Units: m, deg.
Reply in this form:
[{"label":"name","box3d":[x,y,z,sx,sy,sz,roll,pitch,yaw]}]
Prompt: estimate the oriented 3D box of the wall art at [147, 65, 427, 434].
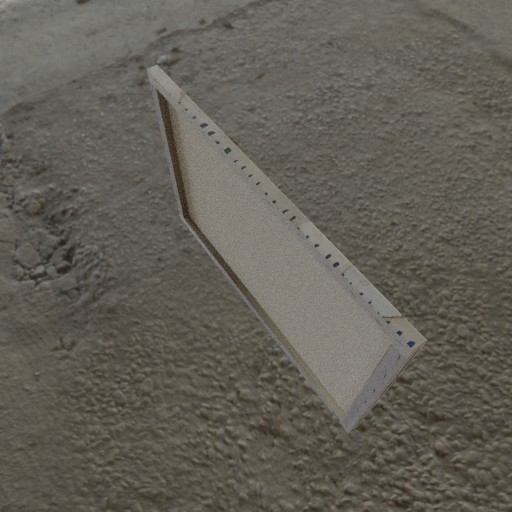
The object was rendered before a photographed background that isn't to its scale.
[{"label":"wall art","box3d":[0.000,0.000,1.459,0.038,0.757,1.143,-30,62,-19]}]
